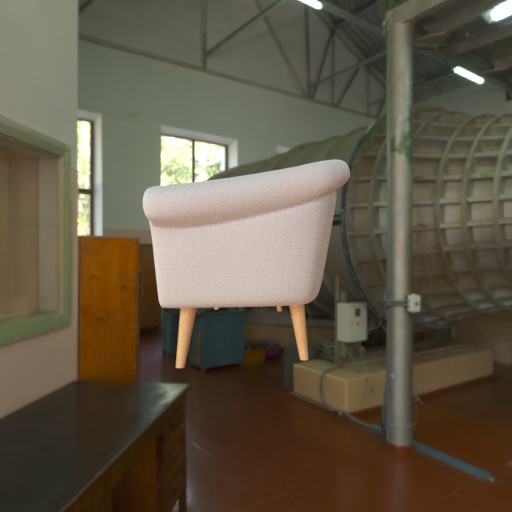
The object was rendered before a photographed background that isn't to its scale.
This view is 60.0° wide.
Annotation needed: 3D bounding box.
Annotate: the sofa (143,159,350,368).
[{"bbox_3d":[0.000,0.000,2.550,0.827,0.795,2.160,0,0,-1],"label":"sofa"}]
